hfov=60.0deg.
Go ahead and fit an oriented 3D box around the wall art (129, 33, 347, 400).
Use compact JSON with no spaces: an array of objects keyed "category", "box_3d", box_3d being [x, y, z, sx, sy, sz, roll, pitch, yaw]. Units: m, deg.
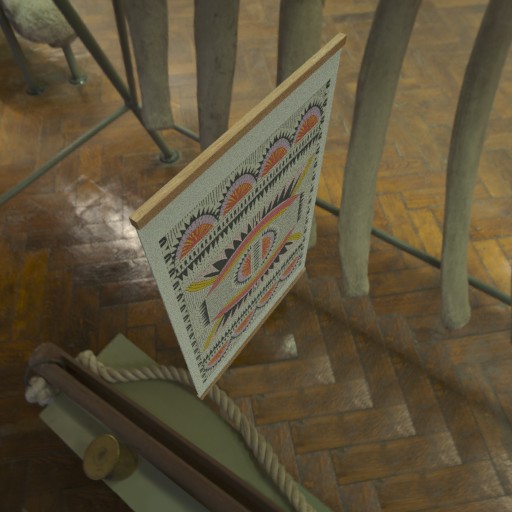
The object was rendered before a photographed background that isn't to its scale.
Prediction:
[{"category":"wall art","box_3d":[0.000,0.000,1.929,0.028,1.533,0.999,32,62,19]}]
